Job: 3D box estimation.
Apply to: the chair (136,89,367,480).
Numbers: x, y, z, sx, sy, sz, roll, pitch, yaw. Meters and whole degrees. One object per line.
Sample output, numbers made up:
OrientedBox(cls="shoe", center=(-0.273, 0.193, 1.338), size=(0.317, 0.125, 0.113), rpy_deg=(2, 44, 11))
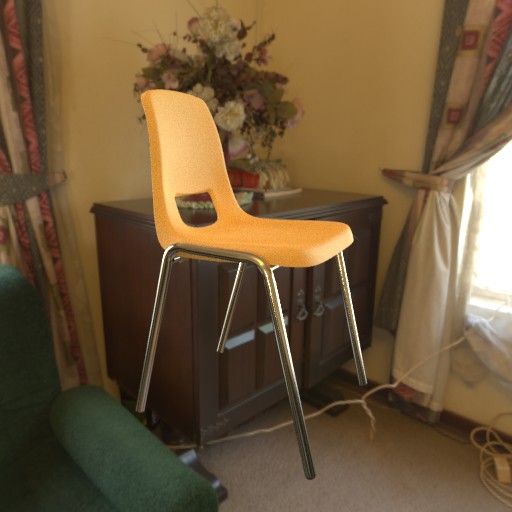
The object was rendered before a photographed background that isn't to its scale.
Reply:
OrientedBox(cls="chair", center=(0.000, 0.000, 0.970), size=(0.436, 0.704, 0.381), rpy_deg=(7, 16, 27))
